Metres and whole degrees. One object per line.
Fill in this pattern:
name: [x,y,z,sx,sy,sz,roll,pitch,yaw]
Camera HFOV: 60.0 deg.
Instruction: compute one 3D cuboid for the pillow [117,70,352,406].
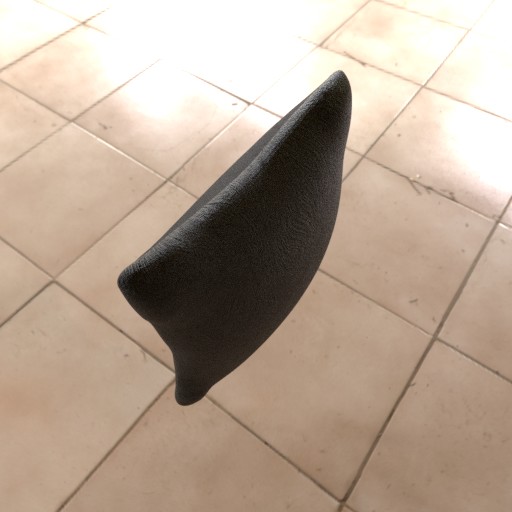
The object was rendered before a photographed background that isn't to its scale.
pillow: [0.000,0.000,0.835,0.210,0.523,0.533,31,62,18]
